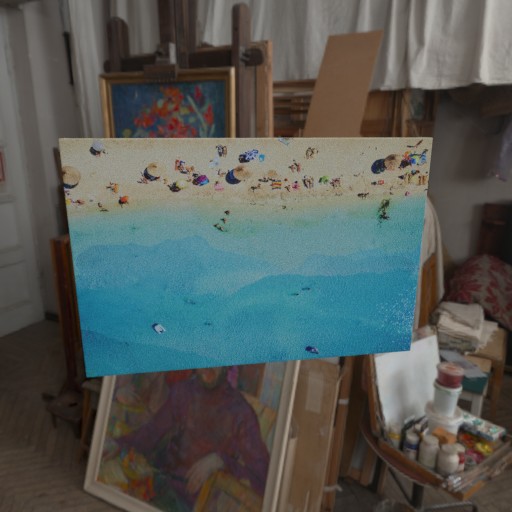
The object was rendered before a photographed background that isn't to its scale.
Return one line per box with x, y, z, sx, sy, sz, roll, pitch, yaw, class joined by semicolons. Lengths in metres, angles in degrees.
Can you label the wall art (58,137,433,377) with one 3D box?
0.000;0.000;0.787;0.609;0.406;0.039;-3;16;-9;wall art
